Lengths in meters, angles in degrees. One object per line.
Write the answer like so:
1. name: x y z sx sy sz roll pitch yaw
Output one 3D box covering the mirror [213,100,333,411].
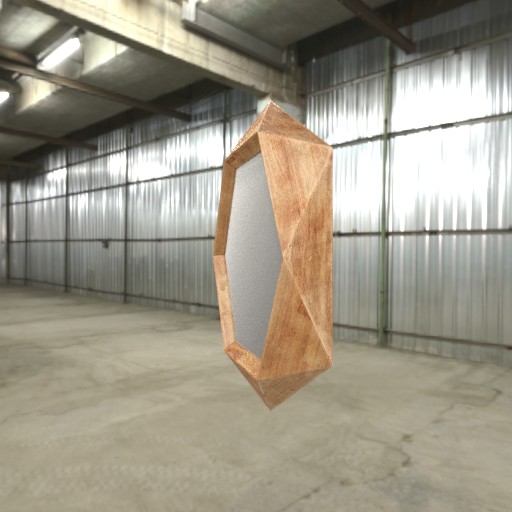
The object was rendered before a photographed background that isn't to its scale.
1. mirror: 0.000 0.000 1.101 0.091 0.779 0.675 0 0 -17
